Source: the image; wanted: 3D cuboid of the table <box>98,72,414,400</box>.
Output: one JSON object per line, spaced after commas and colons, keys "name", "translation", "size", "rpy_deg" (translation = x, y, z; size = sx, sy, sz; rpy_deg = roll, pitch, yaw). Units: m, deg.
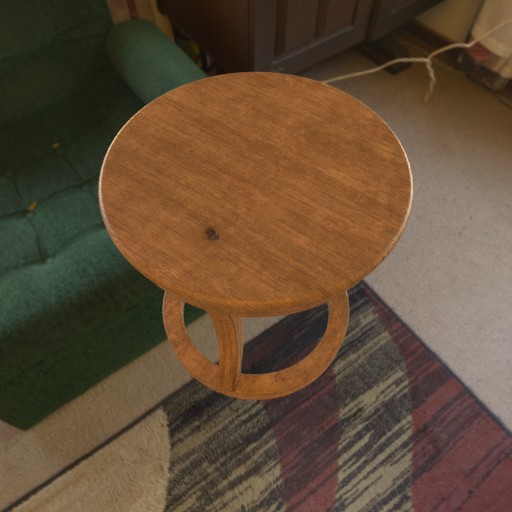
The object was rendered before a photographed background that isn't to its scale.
{"name": "table", "translation": [0.000, 0.000, 0.805], "size": [0.432, 0.460, 0.432], "rpy_deg": [0, 57, 0]}
